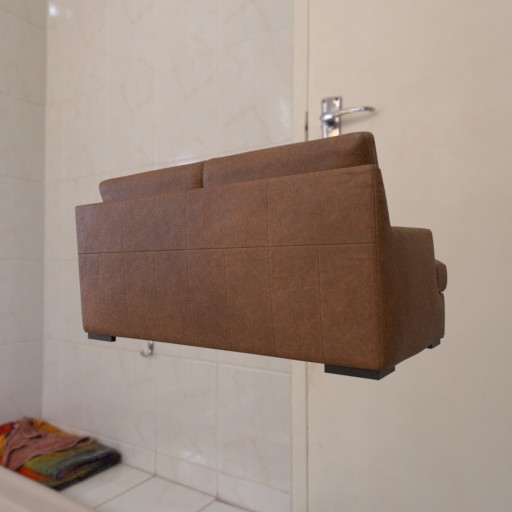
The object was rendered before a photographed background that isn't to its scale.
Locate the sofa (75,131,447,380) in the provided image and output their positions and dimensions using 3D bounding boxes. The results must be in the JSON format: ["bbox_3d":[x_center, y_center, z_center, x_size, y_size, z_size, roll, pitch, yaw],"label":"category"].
[{"bbox_3d":[0.000,0.000,2.517,1.880,0.966,1.144,-1,-2,35],"label":"sofa"}]
